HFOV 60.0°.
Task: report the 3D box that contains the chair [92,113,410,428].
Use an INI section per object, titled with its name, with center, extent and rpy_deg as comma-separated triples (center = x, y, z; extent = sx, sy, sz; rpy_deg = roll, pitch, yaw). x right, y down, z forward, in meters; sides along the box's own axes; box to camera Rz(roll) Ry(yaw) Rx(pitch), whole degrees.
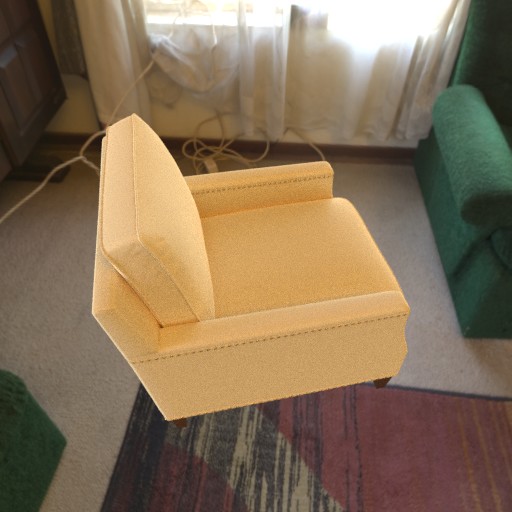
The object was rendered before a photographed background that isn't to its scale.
[chair]
center = 0.000, 0.000, 1.695
extent = 1.014, 0.943, 0.853
rpy_deg = -9, 47, -8
